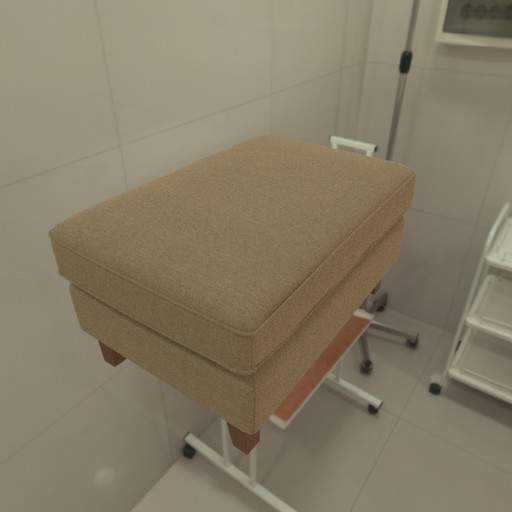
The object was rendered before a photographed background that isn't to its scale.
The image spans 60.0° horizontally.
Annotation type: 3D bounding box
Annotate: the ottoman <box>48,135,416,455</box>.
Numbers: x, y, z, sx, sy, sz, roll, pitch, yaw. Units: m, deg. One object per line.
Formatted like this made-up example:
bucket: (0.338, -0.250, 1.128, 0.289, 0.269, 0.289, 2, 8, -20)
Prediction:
ottoman: (0.000, 0.000, 1.342, 0.636, 0.521, 0.945, 21, 38, 29)
